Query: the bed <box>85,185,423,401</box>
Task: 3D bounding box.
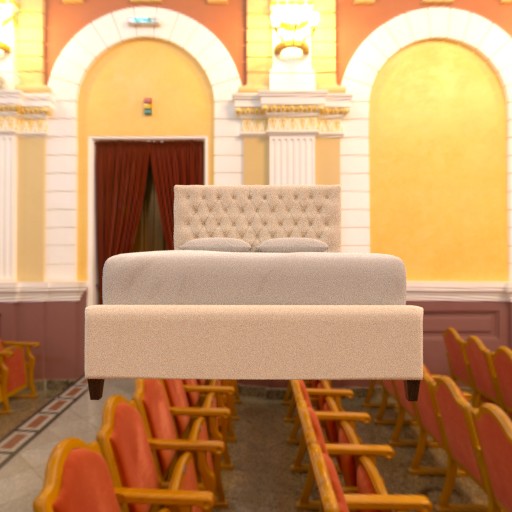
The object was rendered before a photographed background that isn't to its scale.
[{"bbox_3d":[0.000,0.000,3.355,1.698,1.427,2.387,0,0,1],"label":"bed"}]
